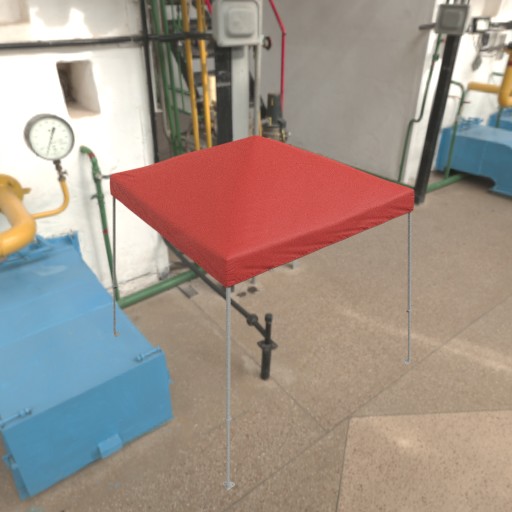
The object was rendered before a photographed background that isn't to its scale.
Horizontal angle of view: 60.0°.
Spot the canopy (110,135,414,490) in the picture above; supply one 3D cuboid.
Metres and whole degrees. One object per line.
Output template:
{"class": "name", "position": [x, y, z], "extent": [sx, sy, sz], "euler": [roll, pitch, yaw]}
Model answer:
{"class": "canopy", "position": [0.000, 0.000, 6.612], "extent": [3.599, 3.600, 3.600], "euler": [-21, 36, -31]}
